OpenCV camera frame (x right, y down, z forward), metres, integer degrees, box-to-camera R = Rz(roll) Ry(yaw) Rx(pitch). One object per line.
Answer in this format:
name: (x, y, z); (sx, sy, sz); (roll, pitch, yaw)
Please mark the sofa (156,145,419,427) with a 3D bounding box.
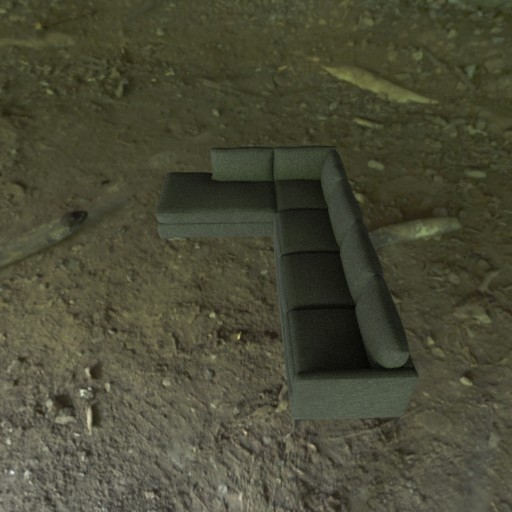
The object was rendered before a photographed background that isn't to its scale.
sofa: (0.000, 0.000, 4.019); (2.007, 0.815, 2.949); (-1, 41, -1)
